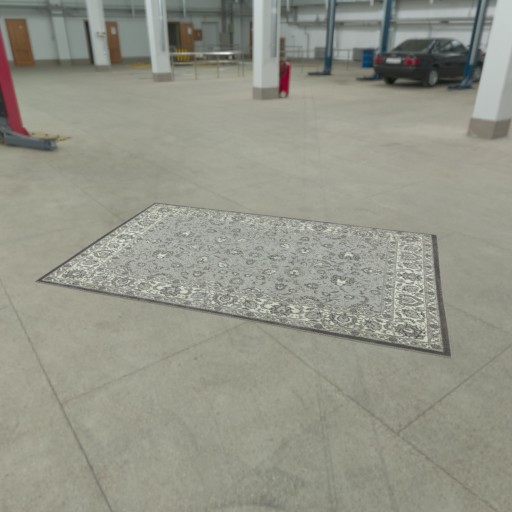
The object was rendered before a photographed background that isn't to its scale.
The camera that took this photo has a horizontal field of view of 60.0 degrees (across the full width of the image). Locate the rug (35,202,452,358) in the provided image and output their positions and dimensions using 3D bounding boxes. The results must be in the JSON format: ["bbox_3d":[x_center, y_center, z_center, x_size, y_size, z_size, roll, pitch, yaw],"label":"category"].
[{"bbox_3d":[0.000,0.000,3.086,2.438,0.011,1.524,8,28,16],"label":"rug"}]
